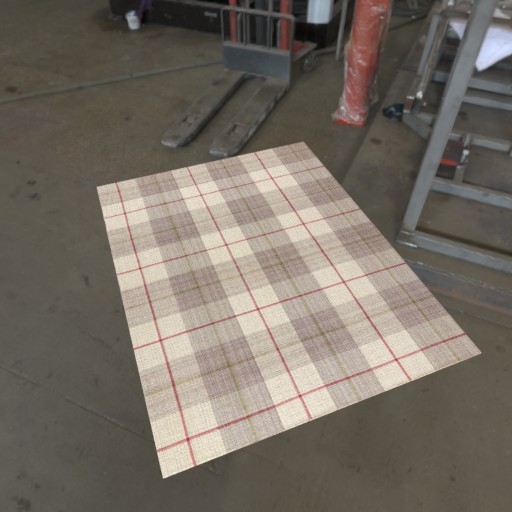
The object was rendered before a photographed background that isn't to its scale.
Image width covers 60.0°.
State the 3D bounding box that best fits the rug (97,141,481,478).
[{"bbox_3d":[0.000,0.000,3.840,2.317,0.016,2.959,-16,49,-14],"label":"rug"}]
